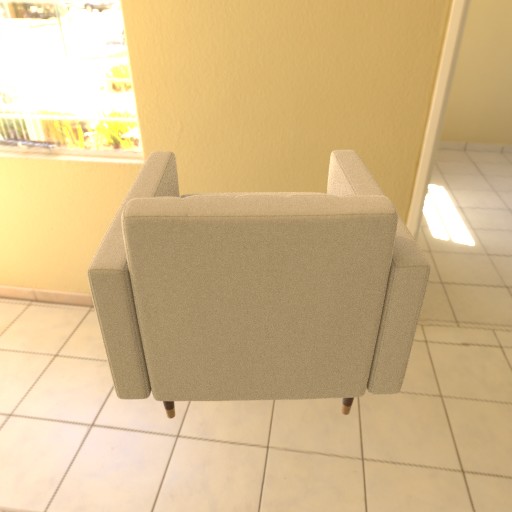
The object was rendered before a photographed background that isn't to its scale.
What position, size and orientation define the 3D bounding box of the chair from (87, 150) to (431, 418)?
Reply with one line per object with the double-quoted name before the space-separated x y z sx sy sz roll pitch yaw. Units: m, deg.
"chair" 0.000 0.000 1.671 0.953 0.819 0.998 -1 32 -1
